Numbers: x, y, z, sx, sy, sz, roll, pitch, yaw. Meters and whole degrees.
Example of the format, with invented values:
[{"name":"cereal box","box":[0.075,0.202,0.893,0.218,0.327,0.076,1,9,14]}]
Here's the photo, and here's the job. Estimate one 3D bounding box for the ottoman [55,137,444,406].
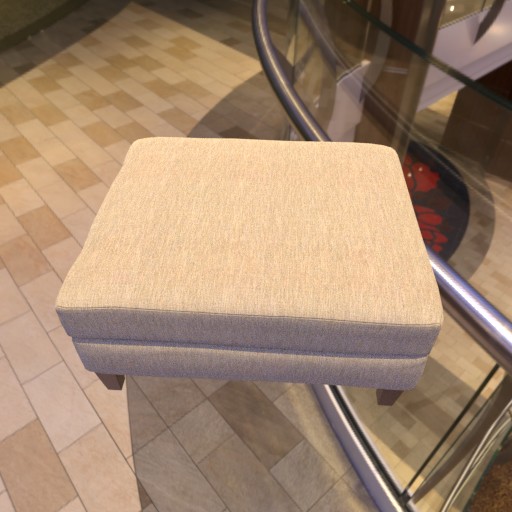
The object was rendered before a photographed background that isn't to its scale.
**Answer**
[{"name":"ottoman","box":[0.000,0.000,1.486,0.976,0.492,0.836,2,45,2]}]
